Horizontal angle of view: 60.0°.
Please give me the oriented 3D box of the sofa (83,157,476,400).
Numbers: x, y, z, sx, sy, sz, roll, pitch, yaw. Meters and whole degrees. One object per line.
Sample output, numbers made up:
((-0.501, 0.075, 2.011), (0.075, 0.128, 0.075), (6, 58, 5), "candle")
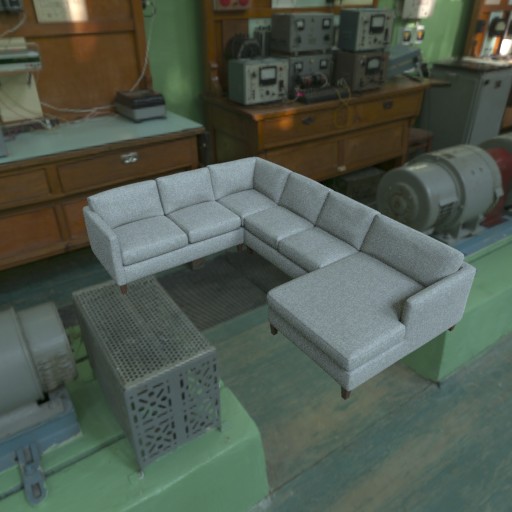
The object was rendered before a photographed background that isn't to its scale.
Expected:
((0.000, 0.000, 4.735), (2.593, 0.959, 3.460), (-21, 37, -30), "sofa")
